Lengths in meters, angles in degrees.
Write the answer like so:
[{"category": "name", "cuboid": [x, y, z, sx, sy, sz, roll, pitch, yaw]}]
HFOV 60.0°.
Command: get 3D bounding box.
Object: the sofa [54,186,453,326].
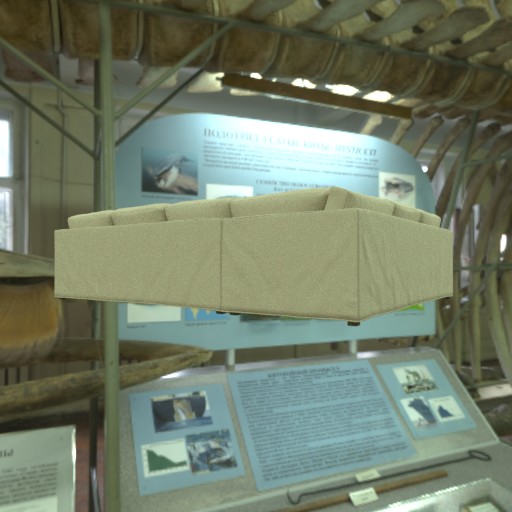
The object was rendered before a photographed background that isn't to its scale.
[{"category": "sofa", "cuboid": [0.000, 0.000, 4.425, 3.182, 0.871, 2.432, 0, -1, 36]}]
